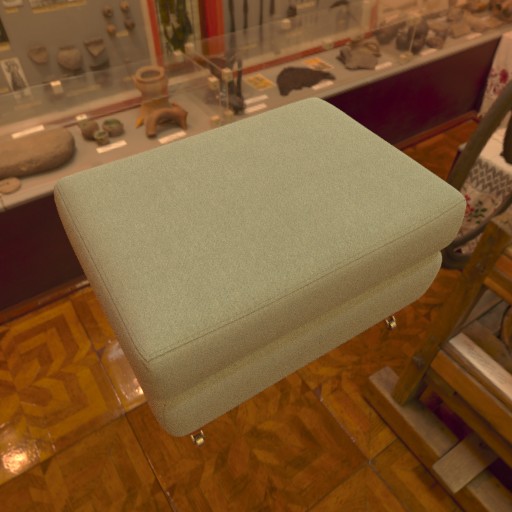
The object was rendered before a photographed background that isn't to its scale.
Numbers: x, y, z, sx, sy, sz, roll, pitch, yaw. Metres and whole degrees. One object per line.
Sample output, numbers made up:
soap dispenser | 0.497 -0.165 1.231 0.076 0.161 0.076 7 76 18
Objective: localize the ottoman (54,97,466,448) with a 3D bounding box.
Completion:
ottoman | 0.000 0.000 1.116 0.773 0.499 0.569 -25 52 -21
